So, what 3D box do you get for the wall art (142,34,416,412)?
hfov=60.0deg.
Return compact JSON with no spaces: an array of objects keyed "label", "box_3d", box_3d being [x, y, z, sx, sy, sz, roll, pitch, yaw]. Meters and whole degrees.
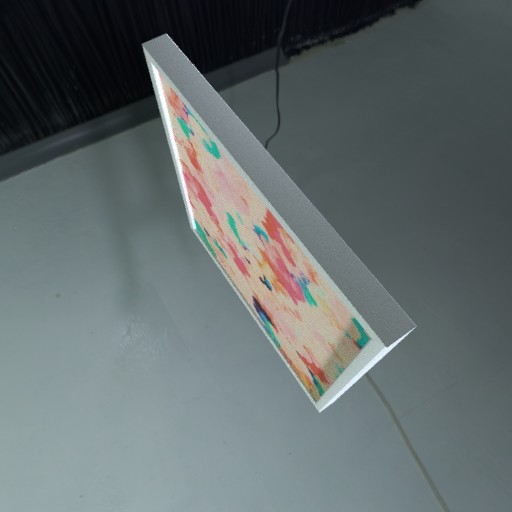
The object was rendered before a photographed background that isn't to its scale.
[{"label":"wall art","box_3d":[0.000,0.000,0.746,0.038,0.505,0.506,-31,68,-14]}]
